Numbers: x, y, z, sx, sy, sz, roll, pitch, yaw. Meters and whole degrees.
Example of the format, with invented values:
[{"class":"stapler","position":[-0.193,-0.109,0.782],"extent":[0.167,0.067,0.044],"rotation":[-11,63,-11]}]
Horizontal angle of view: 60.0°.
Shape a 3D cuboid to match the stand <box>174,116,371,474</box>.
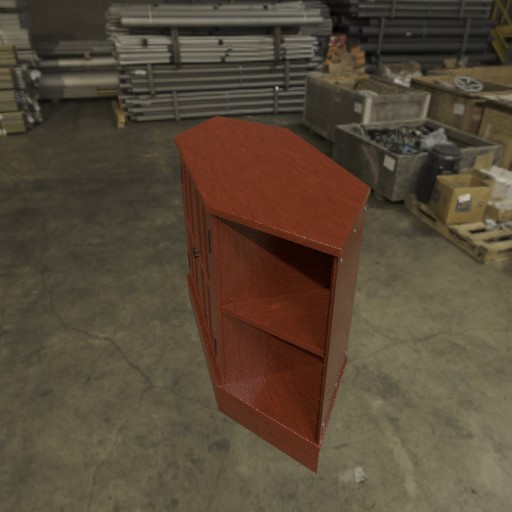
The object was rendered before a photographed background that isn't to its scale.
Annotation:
[{"class":"stand","position":[0.000,0.000,1.351],"extent":[0.381,0.614,1.072],"rotation":[-8,31,-14]}]
